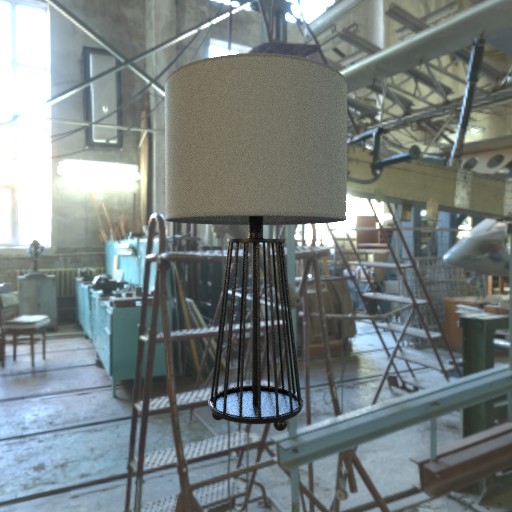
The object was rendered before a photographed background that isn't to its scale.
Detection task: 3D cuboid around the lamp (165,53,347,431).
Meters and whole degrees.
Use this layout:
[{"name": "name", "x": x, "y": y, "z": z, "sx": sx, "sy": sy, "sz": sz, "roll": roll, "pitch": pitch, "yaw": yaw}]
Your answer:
[{"name": "lamp", "x": 0.000, "y": 0.000, "z": 0.805, "sx": 0.322, "sy": 0.593, "sz": 0.322, "roll": 1, "pitch": 2, "yaw": 19}]
